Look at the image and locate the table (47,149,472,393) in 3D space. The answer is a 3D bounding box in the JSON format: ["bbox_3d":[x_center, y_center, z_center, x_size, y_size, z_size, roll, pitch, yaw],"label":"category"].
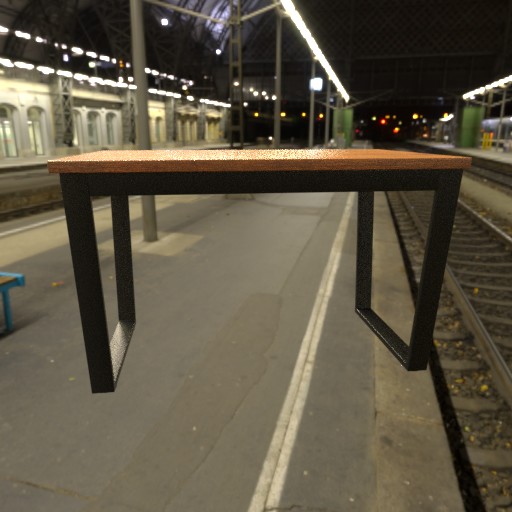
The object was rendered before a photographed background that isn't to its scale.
[{"bbox_3d":[0.000,0.000,1.686,1.205,0.760,0.714,-2,16,-7],"label":"table"}]
